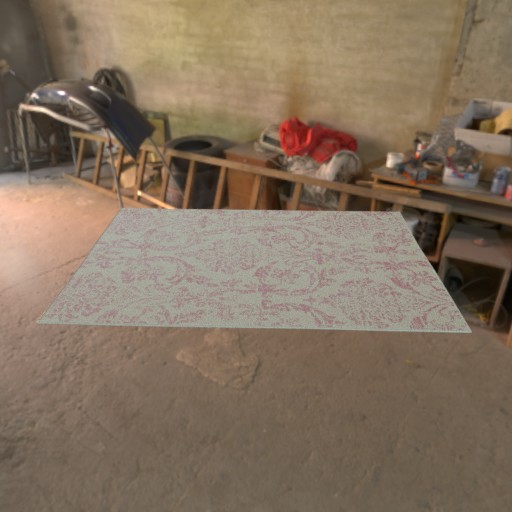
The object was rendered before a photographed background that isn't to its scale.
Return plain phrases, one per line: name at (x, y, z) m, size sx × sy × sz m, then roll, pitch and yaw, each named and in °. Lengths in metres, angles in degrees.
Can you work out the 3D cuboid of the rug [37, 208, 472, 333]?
rug at (0.000, 0.000, 2.397) m, size 1.839 × 0.012 × 1.219 m, roll 1°, pitch 30°, yaw 2°
